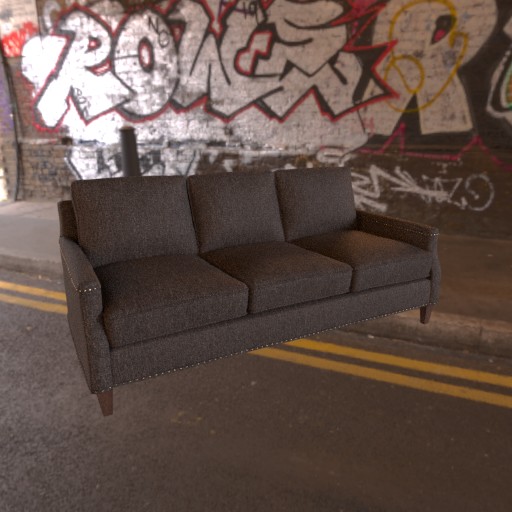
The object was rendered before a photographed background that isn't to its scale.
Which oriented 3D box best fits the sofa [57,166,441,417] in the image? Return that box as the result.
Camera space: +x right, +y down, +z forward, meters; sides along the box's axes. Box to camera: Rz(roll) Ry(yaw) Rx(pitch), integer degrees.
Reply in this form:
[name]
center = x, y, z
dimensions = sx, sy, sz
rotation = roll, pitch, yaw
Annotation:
[sofa]
center = 0.000, 0.000, 2.812
dimensions = 2.246, 1.003, 1.084
rotation = -9, 18, -27
